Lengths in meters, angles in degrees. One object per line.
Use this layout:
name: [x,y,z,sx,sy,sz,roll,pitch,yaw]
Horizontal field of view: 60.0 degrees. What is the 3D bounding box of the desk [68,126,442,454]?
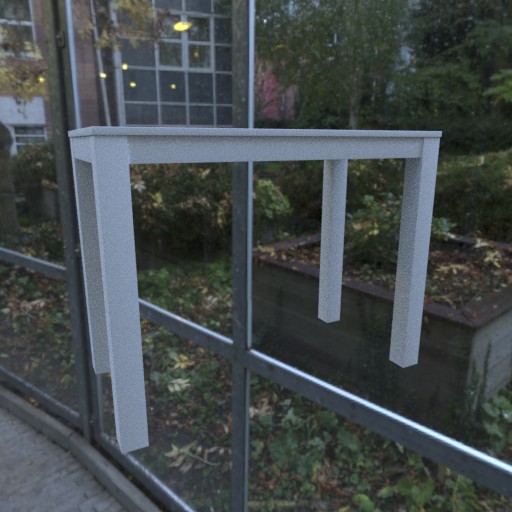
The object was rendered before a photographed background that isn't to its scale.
desk: [0.000,0.000,1.408,0.990,0.762,0.497,-7,16,-26]
